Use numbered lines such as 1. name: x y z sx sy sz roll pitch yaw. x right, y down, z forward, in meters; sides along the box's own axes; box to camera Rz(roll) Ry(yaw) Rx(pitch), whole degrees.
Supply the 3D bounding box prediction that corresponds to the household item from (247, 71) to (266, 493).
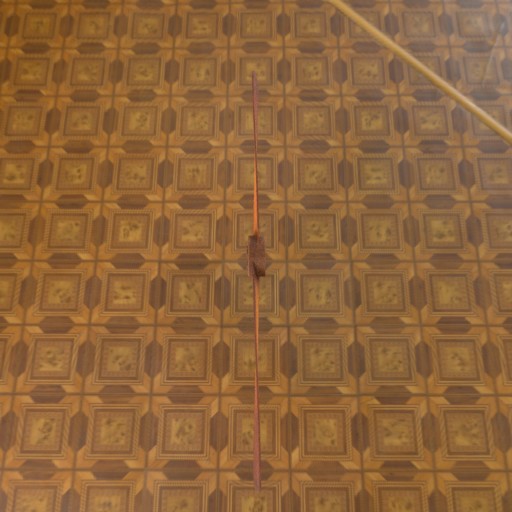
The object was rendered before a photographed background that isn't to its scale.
1. household item: 0.000 0.000 1.233 0.051 0.121 1.181 0 74 0
